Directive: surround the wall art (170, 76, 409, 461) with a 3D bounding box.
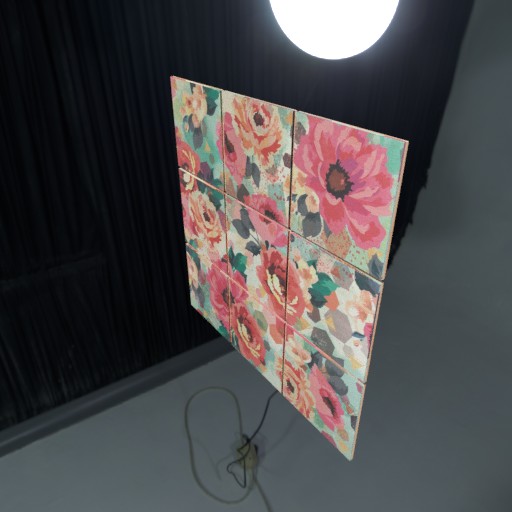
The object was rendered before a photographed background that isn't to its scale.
[{"bbox_3d":[0.000,0.000,1.341,0.012,0.910,0.911,-21,36,-31],"label":"wall art"}]
